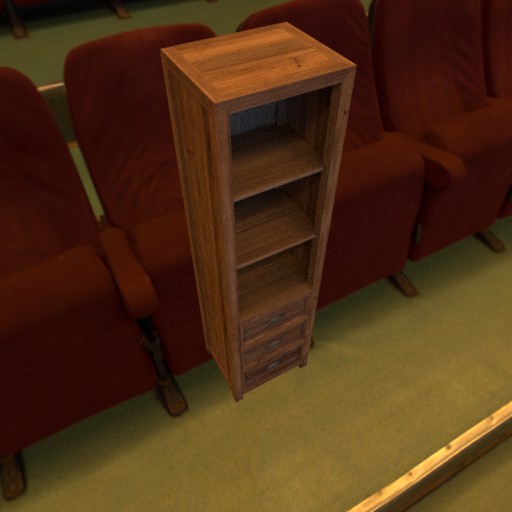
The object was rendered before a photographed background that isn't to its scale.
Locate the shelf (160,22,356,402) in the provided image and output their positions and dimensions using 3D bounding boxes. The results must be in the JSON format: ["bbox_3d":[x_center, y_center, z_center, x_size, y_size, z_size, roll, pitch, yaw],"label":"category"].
[{"bbox_3d":[0.000,0.000,2.137,0.500,1.900,0.428,-22,51,-19],"label":"shelf"}]
